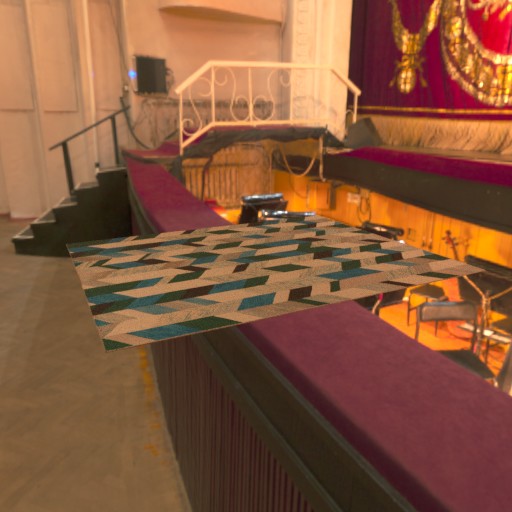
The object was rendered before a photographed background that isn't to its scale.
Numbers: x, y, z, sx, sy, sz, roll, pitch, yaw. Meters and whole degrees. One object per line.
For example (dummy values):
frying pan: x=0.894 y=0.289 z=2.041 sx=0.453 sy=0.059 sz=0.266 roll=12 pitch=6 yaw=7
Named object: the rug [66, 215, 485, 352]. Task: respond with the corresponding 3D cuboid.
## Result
rug: x=0.000 y=0.000 z=4.055 sx=3.036 sy=0.008 sz=2.440 roll=-8 pitch=19 yaw=-25
